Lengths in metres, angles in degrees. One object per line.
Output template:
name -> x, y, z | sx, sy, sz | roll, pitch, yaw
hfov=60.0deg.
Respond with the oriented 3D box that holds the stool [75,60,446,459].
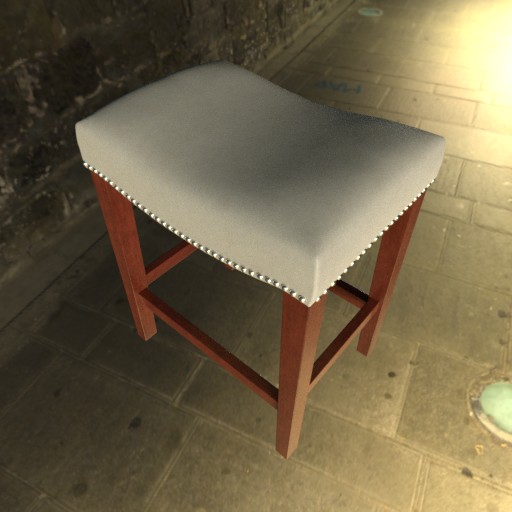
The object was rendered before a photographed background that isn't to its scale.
stool -> 0.000, 0.000, 0.926 | 0.509, 0.632, 0.375 | 31, 53, 27
